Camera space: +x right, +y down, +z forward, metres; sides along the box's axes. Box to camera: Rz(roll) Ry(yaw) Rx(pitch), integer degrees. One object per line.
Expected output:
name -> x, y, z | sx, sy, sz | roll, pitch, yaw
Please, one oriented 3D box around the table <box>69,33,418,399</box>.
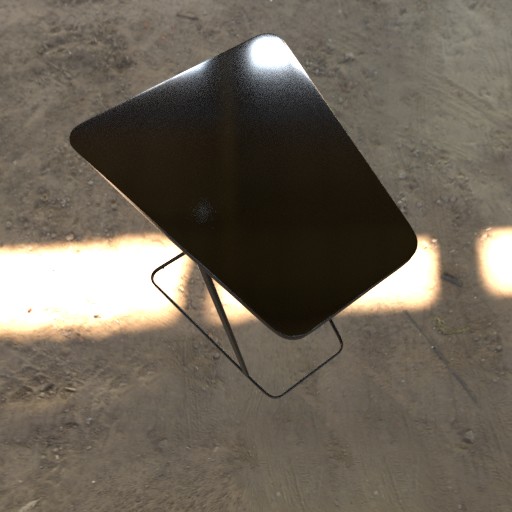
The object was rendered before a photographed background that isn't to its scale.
table -> 0.000, 0.000, 0.977 | 0.427, 0.624, 0.500 | -33, 69, -14
